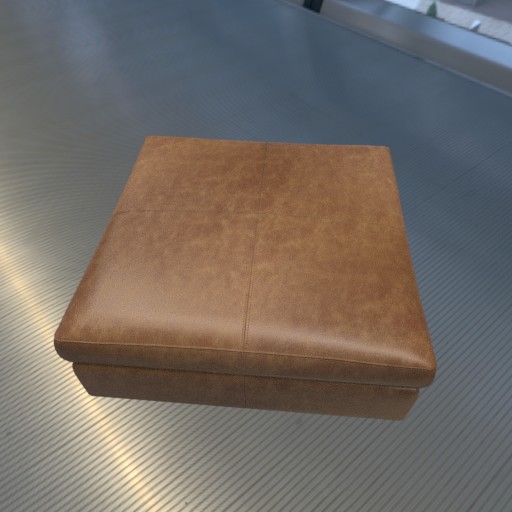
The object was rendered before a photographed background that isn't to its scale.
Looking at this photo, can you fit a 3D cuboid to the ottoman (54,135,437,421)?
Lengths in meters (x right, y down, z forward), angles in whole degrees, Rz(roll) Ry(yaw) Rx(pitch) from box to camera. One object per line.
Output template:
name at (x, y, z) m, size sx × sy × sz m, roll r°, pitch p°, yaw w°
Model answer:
ottoman at (0.000, 0.000, 1.834) m, size 1.169 × 0.483 × 1.168 m, roll 3°, pitch 47°, yaw 3°
